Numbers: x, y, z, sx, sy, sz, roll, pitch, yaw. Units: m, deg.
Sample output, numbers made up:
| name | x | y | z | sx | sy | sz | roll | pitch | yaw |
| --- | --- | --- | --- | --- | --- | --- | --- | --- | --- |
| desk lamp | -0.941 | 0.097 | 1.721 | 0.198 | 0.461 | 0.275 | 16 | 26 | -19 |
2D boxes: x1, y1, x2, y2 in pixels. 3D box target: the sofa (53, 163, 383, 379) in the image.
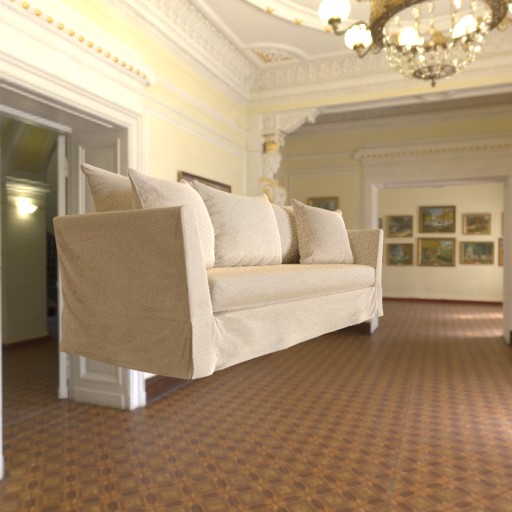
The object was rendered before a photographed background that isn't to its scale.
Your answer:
| name | x | y | z | sx | sy | sz | roll | pitch | yaw |
| --- | --- | --- | --- | --- | --- | --- | --- | --- | --- |
| sofa | 0.000 | 0.000 | 3.144 | 1.030 | 1.042 | 2.484 | 0 | 1 | 35 |
